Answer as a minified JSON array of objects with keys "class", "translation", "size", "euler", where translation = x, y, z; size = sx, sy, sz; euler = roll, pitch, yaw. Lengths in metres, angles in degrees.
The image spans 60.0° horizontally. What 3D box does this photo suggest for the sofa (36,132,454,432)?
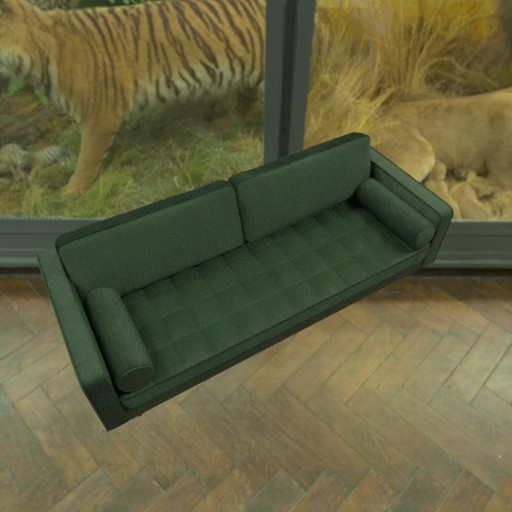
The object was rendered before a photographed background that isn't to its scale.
[{"class":"sofa","translation":[0.000,0.000,2.588],"size":[2.199,0.769,0.918],"euler":[-23,52,-20]}]
